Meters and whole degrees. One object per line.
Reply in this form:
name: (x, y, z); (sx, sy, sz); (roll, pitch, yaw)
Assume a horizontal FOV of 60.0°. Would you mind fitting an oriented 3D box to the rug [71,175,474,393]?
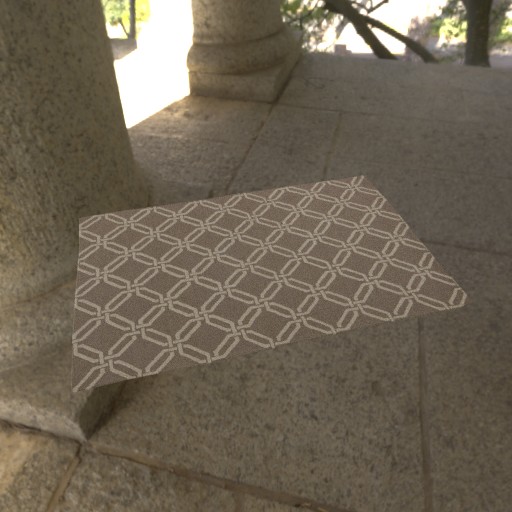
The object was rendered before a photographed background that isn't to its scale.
rug: (0.000, 0.000, 2.236); (1.748, 0.010, 1.142); (-10, 43, -11)
